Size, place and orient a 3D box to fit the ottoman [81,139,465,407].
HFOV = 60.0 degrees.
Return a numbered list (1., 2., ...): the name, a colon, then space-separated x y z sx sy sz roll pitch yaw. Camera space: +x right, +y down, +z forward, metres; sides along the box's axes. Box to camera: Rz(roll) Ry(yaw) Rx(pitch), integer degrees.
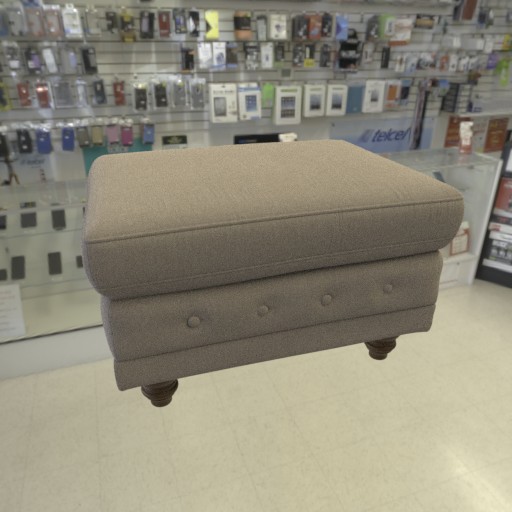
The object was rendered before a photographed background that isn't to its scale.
1. ottoman: 0.000 0.000 1.134 0.771 0.500 0.569 -8 27 -15
